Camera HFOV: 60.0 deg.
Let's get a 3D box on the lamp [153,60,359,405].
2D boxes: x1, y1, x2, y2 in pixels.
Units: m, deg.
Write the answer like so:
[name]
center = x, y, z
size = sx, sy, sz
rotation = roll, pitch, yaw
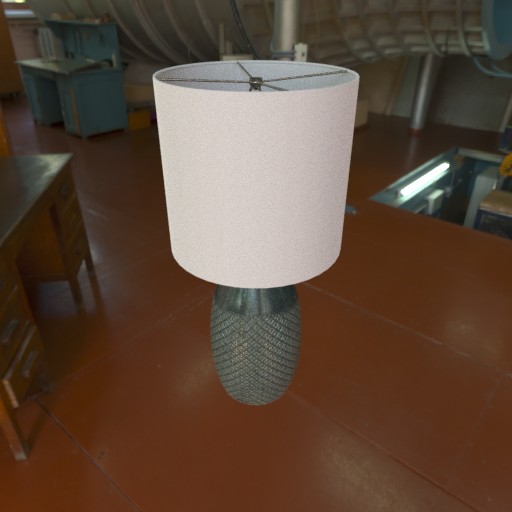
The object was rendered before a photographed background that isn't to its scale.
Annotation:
[lamp]
center = 0.000, 0.000, 0.587
size = 0.217, 0.453, 0.217
rotation = -8, 31, -13
